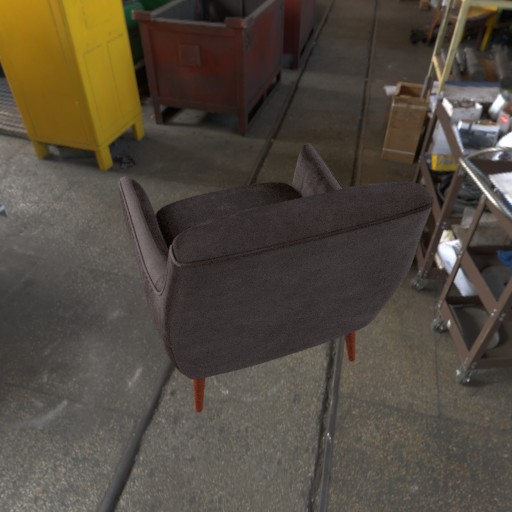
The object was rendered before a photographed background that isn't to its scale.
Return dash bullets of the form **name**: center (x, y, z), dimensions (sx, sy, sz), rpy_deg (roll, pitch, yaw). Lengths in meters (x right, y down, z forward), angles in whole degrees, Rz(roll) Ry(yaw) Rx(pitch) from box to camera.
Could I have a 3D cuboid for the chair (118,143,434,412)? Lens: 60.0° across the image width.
- **chair**: center (0.000, 0.000, 1.472), dimensions (0.762, 0.838, 0.787), rpy_deg (-14, 44, -15)
